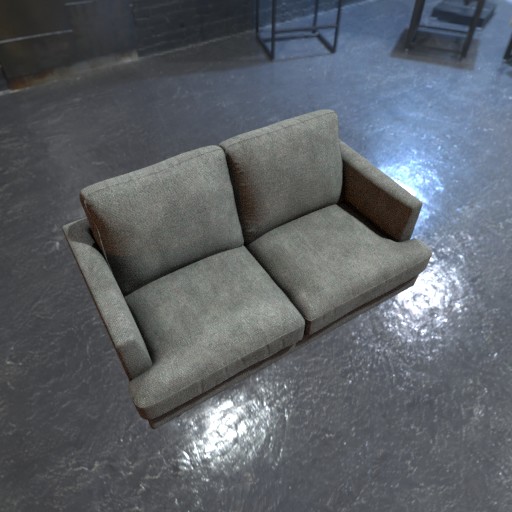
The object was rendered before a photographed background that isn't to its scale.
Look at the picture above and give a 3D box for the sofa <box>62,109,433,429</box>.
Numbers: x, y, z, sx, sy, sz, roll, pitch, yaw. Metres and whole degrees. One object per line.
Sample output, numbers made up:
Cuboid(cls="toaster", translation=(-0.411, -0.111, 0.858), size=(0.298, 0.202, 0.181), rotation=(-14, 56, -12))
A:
Cuboid(cls="sofa", translation=(0.000, 0.000, 2.194), size=(1.582, 0.956, 0.903), rotation=(-24, 52, -21))
